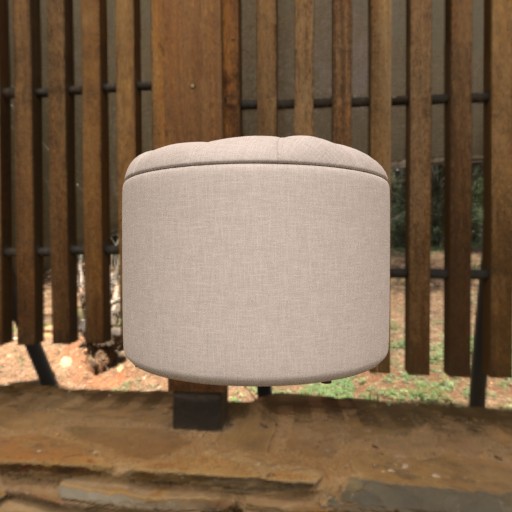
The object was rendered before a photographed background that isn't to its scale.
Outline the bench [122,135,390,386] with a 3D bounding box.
[{"bbox_3d":[0.000,0.000,1.038,0.600,0.453,0.600,0,1,0],"label":"bench"}]
